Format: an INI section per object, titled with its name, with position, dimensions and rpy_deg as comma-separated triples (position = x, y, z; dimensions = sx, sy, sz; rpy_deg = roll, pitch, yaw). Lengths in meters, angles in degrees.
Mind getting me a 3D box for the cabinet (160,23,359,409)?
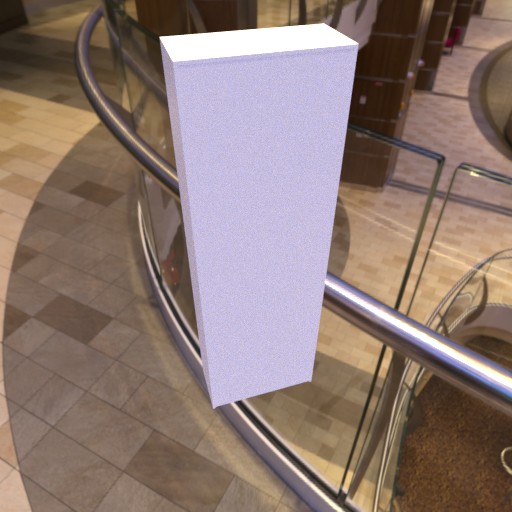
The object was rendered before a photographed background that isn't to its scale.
[cabinet]
position = 0.000, 0.000, 1.797
dimensions = 0.520, 1.630, 0.255
rpy_deg = -12, 42, -13
